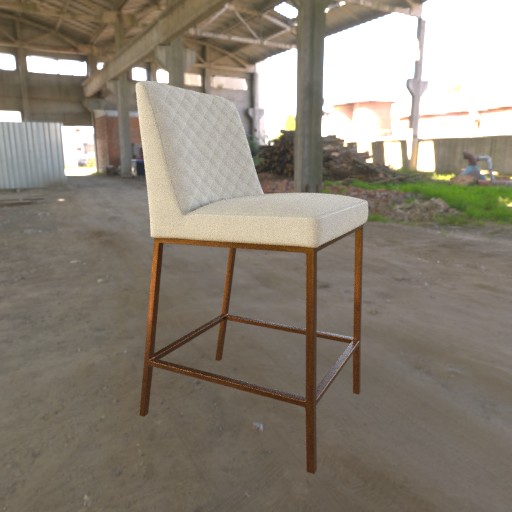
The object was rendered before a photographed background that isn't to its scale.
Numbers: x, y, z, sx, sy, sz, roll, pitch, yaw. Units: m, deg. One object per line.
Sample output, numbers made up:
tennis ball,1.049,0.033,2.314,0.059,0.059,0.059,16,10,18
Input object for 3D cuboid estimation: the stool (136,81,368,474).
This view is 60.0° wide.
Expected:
stool,0.000,0.000,1.325,0.576,0.973,0.507,6,14,27
